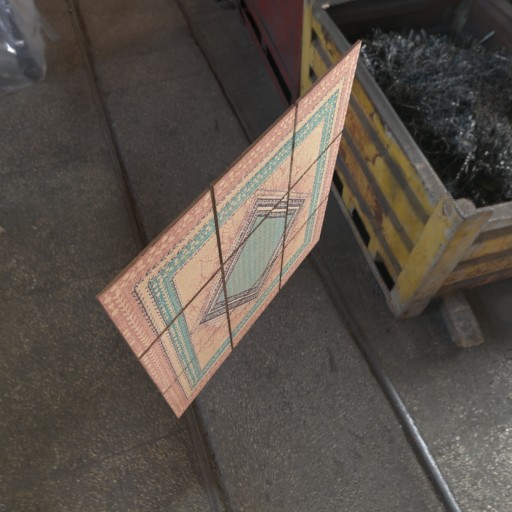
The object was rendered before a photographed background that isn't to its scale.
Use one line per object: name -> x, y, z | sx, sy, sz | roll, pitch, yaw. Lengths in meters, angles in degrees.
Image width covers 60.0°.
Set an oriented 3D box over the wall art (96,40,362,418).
wall art -> 0.000, 0.000, 2.224 | 0.014, 1.525, 1.527 | 32, 63, 18
